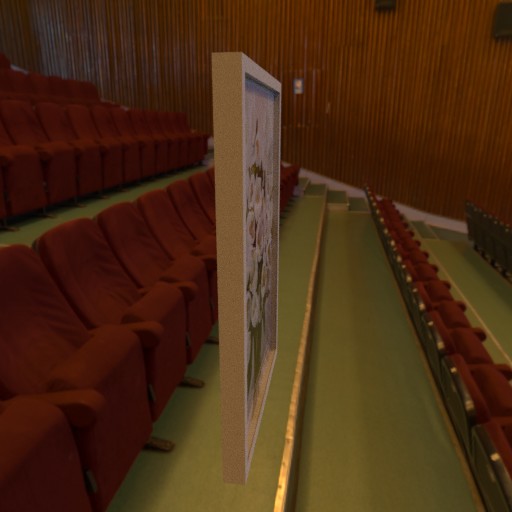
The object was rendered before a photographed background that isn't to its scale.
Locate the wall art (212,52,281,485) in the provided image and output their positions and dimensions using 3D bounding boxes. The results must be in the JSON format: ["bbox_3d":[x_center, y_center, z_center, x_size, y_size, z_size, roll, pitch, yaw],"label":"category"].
[{"bbox_3d":[0.000,0.000,0.556,0.025,0.428,0.293,3,17,9],"label":"wall art"}]
